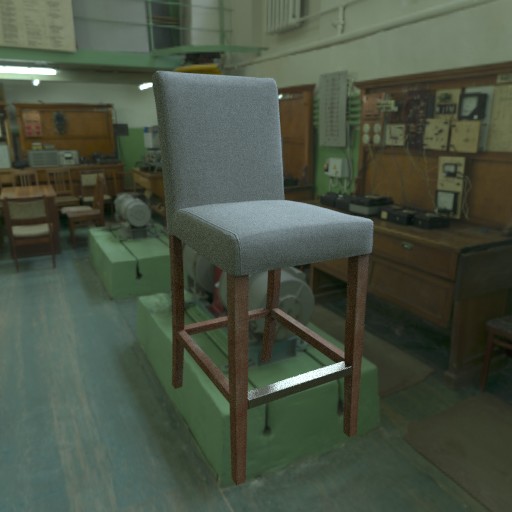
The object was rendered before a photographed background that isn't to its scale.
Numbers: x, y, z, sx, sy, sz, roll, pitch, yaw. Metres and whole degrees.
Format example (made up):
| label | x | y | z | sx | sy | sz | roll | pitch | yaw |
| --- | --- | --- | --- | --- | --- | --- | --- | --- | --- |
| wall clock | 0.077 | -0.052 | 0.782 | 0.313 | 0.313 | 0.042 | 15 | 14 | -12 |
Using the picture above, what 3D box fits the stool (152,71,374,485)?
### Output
| label | x | y | z | sx | sy | sz | roll | pitch | yaw |
| --- | --- | --- | --- | --- | --- | --- | --- | --- | --- |
| stool | 0.000 | 0.000 | 1.367 | 0.439 | 1.088 | 0.570 | -9 | 18 | -28 |
